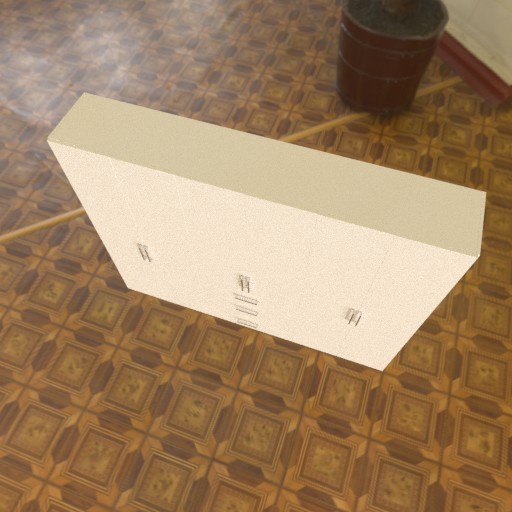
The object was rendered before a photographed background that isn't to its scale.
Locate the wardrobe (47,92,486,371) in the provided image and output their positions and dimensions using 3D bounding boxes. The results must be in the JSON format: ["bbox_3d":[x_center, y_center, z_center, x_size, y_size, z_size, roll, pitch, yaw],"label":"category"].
[{"bbox_3d":[0.000,0.000,4.034,3.000,2.360,0.580,17,61,10],"label":"wardrobe"}]
